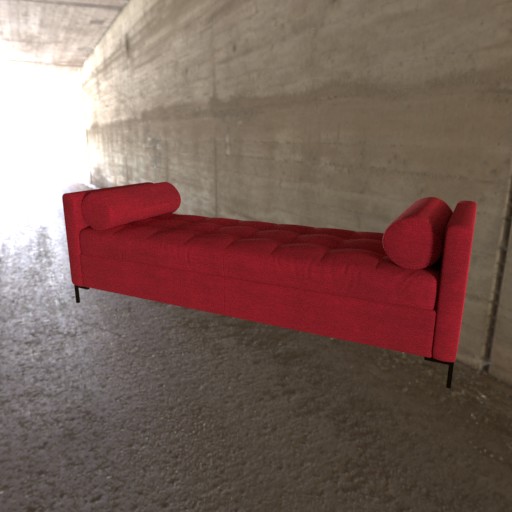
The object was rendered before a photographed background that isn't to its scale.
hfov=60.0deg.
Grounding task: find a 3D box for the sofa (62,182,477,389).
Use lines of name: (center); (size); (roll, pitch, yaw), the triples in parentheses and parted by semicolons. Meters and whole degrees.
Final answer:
sofa: (0.000, 0.000, 2.291); (1.981, 0.635, 0.686); (8, 17, 26)
